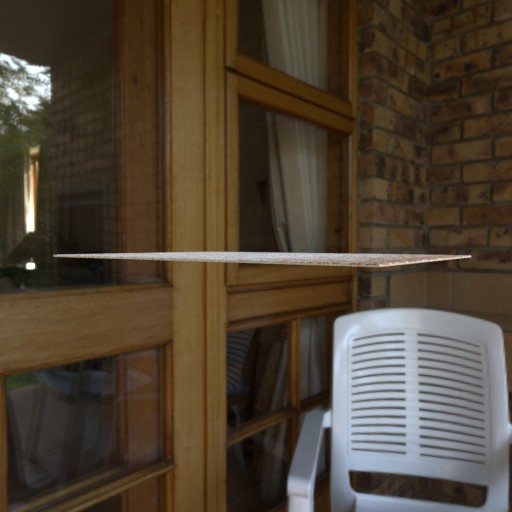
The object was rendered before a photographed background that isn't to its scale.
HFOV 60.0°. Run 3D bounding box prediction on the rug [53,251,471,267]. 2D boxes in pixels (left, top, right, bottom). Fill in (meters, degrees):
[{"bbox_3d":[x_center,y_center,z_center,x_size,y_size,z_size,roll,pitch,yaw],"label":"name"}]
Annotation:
[{"bbox_3d":[0.000,0.000,2.321,1.829,0.011,1.219,1,2,37],"label":"rug"}]
